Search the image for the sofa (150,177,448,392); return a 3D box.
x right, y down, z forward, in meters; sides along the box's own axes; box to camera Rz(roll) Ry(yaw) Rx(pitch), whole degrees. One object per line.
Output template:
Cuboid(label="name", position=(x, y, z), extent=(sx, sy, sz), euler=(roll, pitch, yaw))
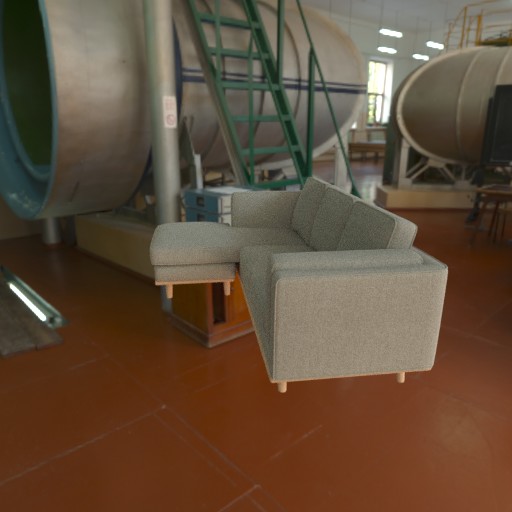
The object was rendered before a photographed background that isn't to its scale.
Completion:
Cuboid(label="sofa", position=(0.000, 0.000, 3.236), extent=(1.604, 0.929, 2.411), euler=(-2, 17, -8))
